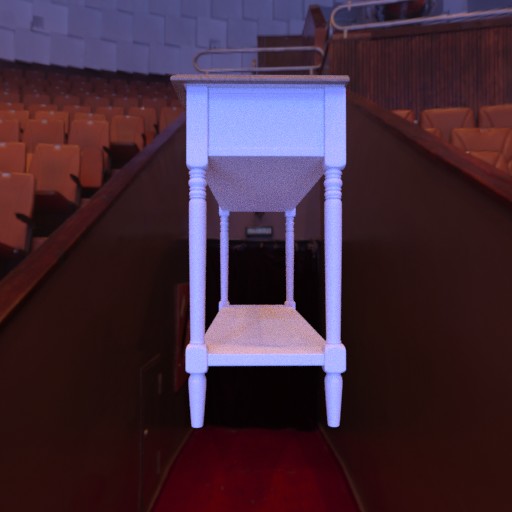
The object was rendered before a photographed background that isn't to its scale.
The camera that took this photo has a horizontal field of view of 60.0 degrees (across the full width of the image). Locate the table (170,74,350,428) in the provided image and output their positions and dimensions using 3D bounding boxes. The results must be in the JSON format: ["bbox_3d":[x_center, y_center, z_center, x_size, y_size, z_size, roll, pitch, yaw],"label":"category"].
[{"bbox_3d":[0.000,0.000,1.590,0.399,0.800,1.219,0,-1,-1],"label":"table"}]
